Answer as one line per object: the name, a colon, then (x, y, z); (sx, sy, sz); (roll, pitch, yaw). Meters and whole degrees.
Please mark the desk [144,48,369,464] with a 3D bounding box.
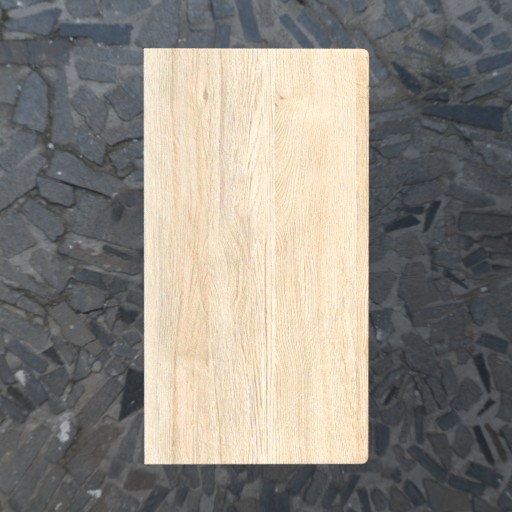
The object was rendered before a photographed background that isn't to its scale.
desk: (0.000, 0.000, 1.328); (0.480, 0.770, 0.885); (0, 90, 0)
